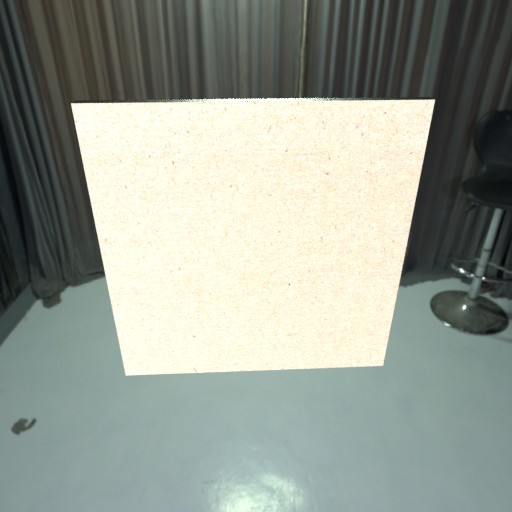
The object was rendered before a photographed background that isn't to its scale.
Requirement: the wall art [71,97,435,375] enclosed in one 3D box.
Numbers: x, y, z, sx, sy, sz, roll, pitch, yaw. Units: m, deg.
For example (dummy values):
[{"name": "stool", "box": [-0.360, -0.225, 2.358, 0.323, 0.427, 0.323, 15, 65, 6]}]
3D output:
[{"name": "wall art", "box": [0.000, 0.000, 1.148, 0.773, 0.775, 0.031, -1, 30, -3]}]
